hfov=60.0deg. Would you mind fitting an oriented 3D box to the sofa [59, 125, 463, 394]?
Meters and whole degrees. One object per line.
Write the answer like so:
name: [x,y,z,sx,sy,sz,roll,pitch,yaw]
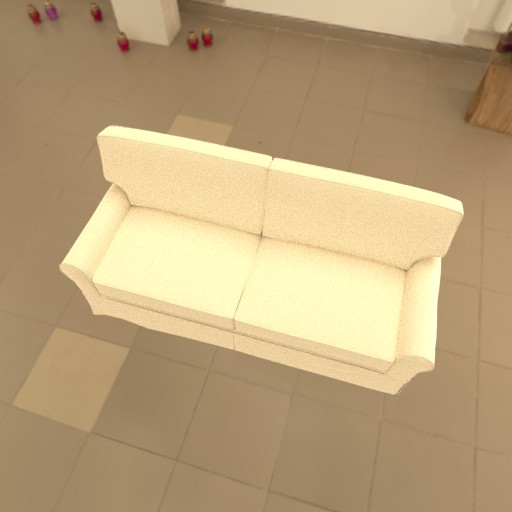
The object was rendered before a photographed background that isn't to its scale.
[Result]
sofa: [0.000,0.000,2.510,2.021,0.937,0.862,14,59,8]
